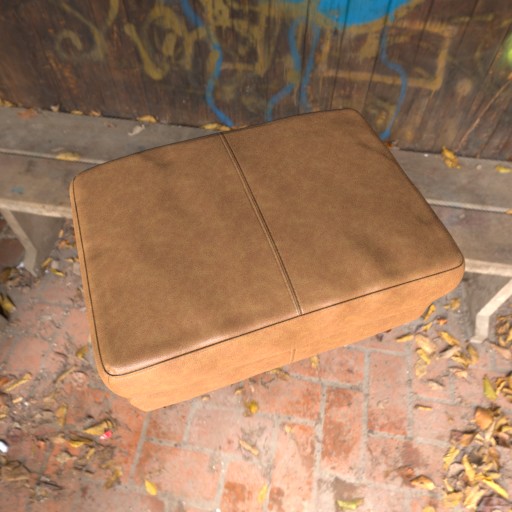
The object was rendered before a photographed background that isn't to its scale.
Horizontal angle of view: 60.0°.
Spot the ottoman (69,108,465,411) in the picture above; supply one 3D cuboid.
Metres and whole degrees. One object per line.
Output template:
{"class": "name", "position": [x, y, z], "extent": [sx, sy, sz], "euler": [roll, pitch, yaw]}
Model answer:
{"class": "ottoman", "position": [0.000, 0.000, 1.224], "extent": [0.869, 0.461, 0.630], "euler": [-16, 58, -10]}
